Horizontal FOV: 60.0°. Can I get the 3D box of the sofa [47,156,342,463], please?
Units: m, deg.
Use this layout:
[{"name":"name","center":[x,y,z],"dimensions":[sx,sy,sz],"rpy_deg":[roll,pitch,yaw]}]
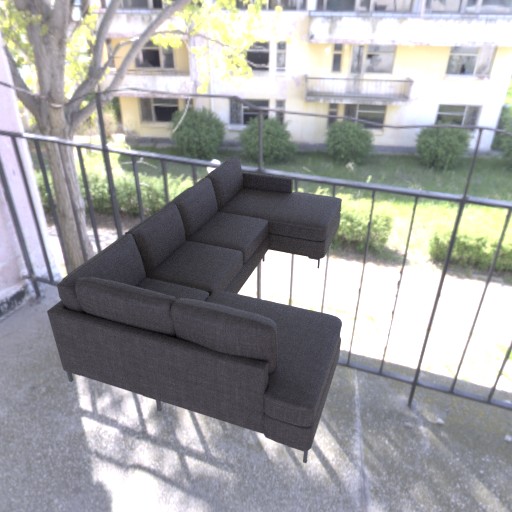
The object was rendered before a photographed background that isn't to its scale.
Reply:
[{"name":"sofa","center":[0.000,0.000,4.419],"dimensions":[2.048,0.999,3.423],"rpy_deg":[11,32,18]}]
